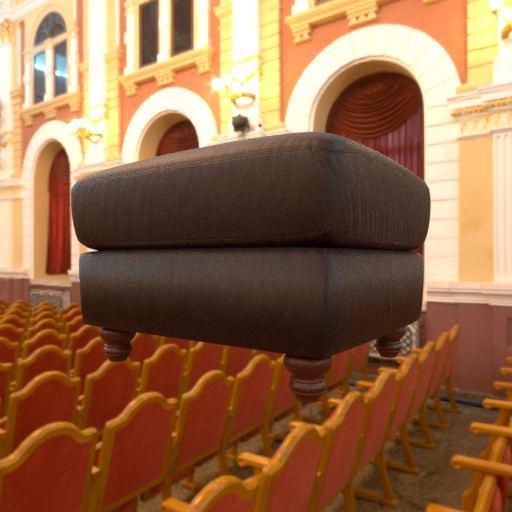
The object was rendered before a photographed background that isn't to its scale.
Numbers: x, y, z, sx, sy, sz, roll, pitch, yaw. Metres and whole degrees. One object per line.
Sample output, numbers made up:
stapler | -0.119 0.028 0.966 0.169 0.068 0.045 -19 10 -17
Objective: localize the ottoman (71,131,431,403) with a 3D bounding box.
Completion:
ottoman | 0.000 0.000 1.238 0.806 0.569 0.670 0 0 35
